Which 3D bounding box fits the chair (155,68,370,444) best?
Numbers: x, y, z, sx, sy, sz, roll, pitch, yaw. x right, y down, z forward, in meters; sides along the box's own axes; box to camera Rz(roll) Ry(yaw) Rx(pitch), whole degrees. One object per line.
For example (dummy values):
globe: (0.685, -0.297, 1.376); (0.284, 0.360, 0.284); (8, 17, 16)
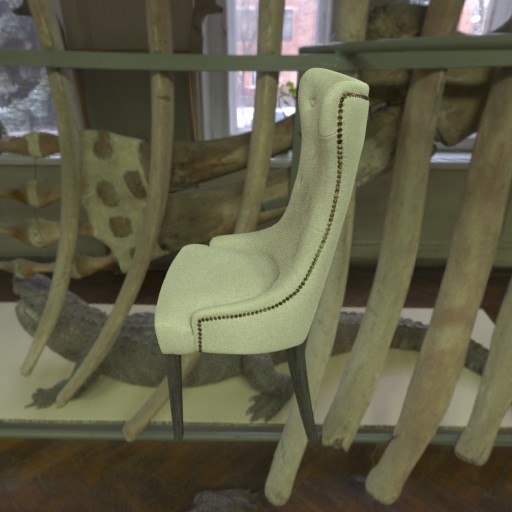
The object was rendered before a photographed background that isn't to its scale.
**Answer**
chair: (0.000, 0.000, 1.394); (0.590, 1.065, 0.584); (0, 26, 0)
